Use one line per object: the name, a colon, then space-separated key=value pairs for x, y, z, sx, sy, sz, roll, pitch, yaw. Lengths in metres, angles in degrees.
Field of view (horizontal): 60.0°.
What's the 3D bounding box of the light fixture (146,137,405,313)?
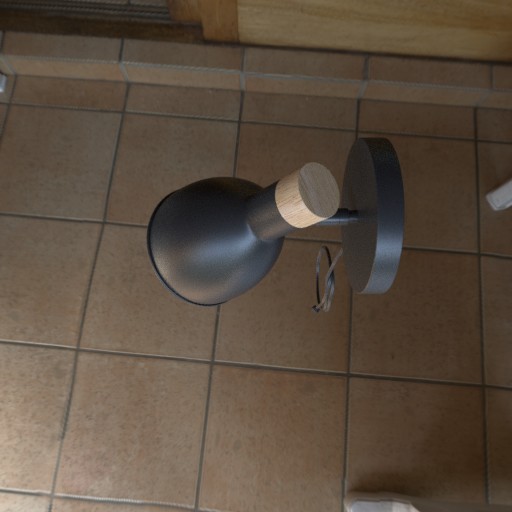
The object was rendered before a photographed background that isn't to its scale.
light fixture: x=0.000 y=0.000 z=0.491 sx=0.203 sy=0.401 sz=0.127 roll=-1 pitch=76 yaw=0
